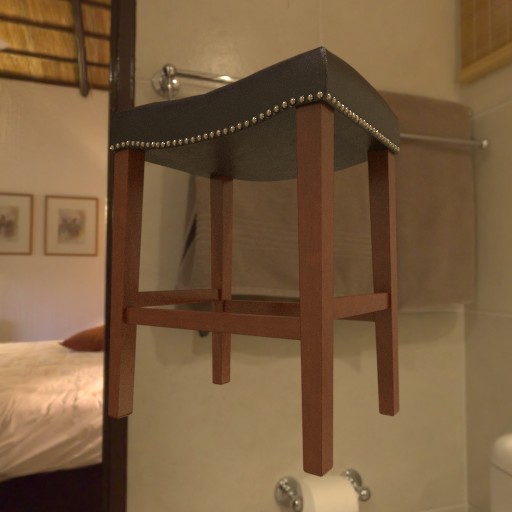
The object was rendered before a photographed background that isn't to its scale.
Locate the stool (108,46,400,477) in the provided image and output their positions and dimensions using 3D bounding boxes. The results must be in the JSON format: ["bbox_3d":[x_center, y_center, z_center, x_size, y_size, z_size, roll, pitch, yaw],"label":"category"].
[{"bbox_3d":[0.000,0.000,0.926,0.504,0.654,0.372,-2,-3,35],"label":"stool"}]
